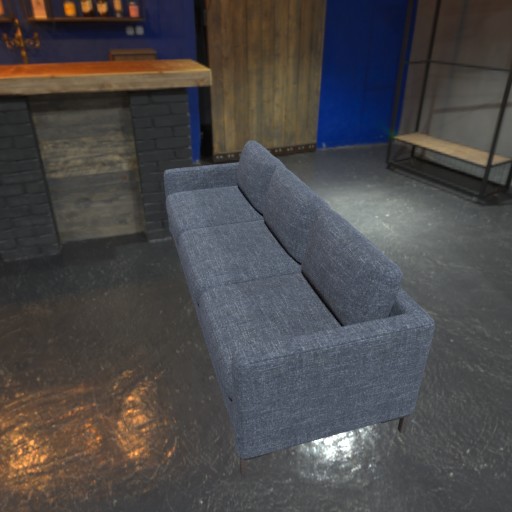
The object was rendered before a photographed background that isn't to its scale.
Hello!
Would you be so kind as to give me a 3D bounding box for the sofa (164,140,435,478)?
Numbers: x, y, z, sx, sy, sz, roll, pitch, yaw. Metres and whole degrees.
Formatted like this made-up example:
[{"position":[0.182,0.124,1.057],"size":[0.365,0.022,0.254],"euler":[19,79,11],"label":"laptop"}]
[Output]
[{"position":[0.000,0.000,2.695],"size":[0.859,0.874,2.218],"euler":[-9,31,-15],"label":"sofa"}]
